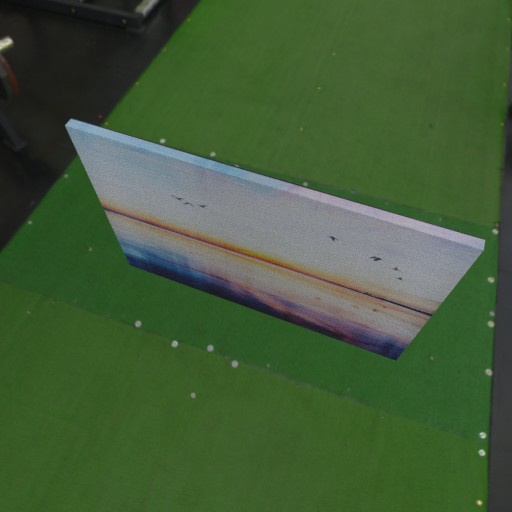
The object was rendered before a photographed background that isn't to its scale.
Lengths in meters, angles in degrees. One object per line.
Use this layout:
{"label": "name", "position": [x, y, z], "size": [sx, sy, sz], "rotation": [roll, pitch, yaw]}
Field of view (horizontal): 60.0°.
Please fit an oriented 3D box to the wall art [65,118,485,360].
{"label": "wall art", "position": [0.000, 0.000, 1.456], "size": [1.137, 0.756, 0.034], "rotation": [18, 59, 11]}
